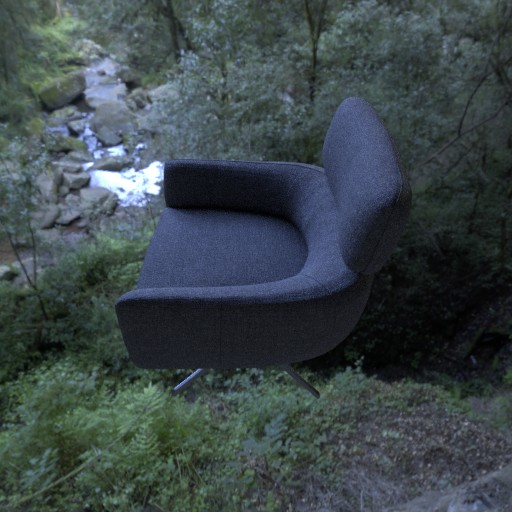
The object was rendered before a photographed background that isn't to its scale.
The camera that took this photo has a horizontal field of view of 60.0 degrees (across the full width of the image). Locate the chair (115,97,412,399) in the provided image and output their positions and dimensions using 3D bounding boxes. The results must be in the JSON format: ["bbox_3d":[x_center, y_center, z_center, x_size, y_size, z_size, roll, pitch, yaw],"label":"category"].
[{"bbox_3d":[0.000,0.000,1.357,0.715,0.812,0.706,1,41,1],"label":"chair"}]
